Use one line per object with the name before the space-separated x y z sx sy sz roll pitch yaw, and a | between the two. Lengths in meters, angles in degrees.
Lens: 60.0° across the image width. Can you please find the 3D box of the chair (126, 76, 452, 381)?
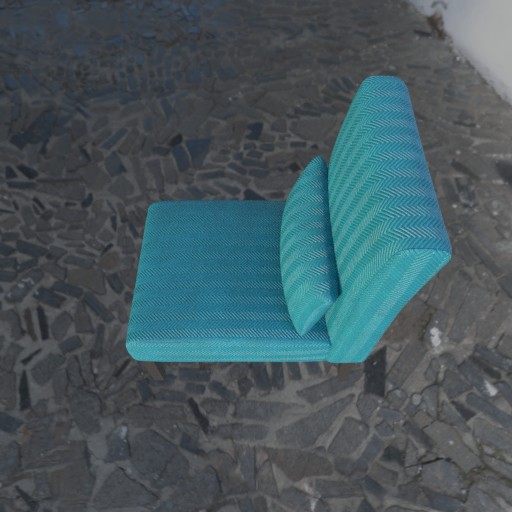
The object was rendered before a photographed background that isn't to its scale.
chair | 0.000 0.000 1.415 0.808 0.927 0.579 0 58 0
